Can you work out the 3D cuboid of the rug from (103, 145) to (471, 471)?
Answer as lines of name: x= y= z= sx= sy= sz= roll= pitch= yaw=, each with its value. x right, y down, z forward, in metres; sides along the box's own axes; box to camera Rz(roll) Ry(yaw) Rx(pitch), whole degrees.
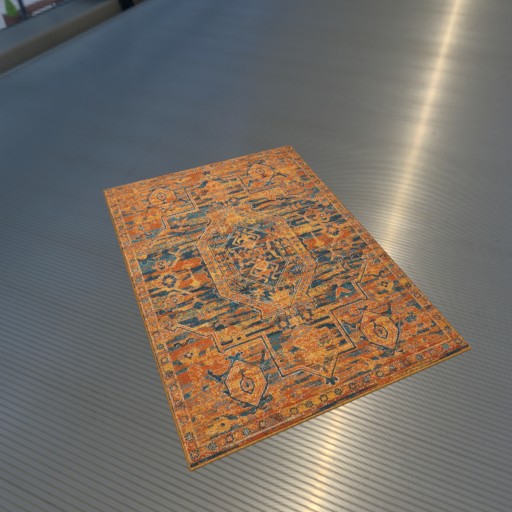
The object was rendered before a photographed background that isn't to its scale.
rug: x=0.000 y=0.000 z=2.877 sx=1.588 sy=0.024 sz=2.204 roll=-17 pitch=48 yaw=-16
